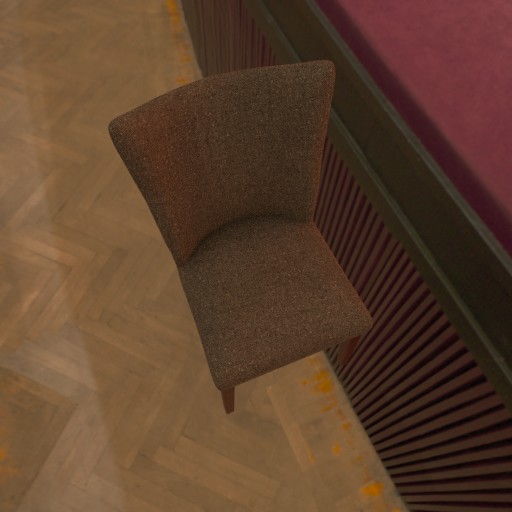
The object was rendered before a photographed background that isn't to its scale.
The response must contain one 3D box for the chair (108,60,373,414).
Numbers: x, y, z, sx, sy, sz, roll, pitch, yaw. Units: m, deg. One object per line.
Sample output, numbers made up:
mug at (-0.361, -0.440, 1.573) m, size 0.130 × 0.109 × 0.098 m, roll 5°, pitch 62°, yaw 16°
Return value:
chair at (0.000, 0.000, 1.303) m, size 0.535 × 0.924 × 0.623 m, roll -20°, pitch 63°, yaw -10°
